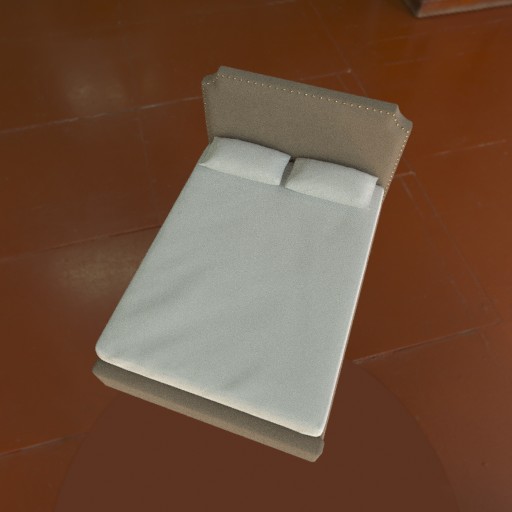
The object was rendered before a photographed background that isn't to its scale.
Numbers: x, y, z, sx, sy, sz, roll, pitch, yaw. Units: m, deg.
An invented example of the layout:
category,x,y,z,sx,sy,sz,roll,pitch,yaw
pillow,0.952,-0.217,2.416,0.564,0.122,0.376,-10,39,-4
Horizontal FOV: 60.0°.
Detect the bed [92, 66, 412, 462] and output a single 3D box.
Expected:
category,x,y,z,sx,sy,sz,roll,pitch,yaw
bed,0.000,0.000,3.387,1.703,1.415,2.329,16,60,10
